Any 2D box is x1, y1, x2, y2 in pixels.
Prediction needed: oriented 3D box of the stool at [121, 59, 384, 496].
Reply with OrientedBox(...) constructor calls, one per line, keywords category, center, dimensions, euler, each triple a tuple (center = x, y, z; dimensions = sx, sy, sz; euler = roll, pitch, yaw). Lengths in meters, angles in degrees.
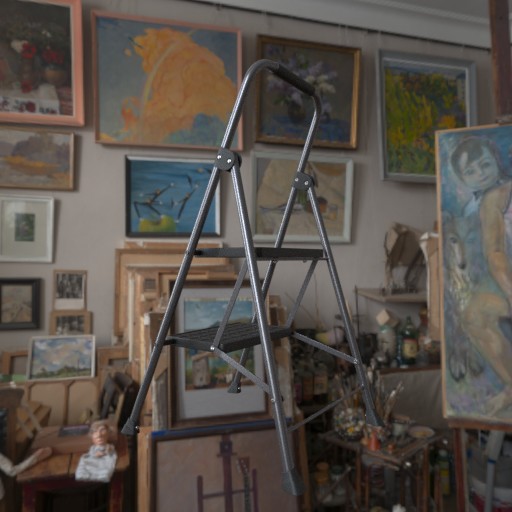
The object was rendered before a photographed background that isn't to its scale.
OrientedBox(category="stool", center=(0.000, 0.000, 1.129), dimensions=(0.514, 0.872, 0.450), euler=(0, 0, 36))
